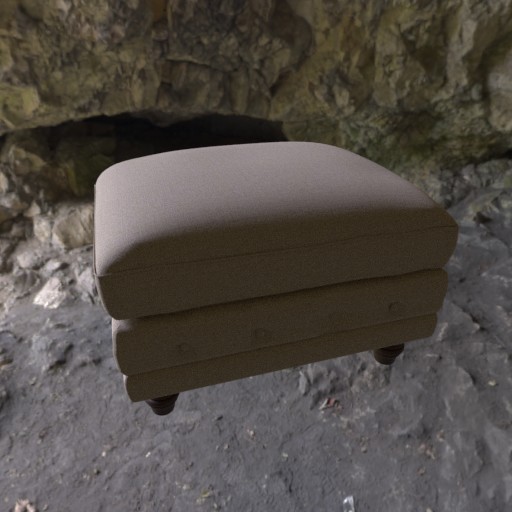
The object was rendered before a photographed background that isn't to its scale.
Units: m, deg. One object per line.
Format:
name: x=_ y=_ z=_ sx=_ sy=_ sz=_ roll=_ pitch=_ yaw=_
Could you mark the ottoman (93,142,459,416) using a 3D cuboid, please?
ottoman: x=0.000 y=0.000 z=1.043 sx=0.684 sy=0.463 sz=0.541 roll=-8 pitch=29 yaw=-15
